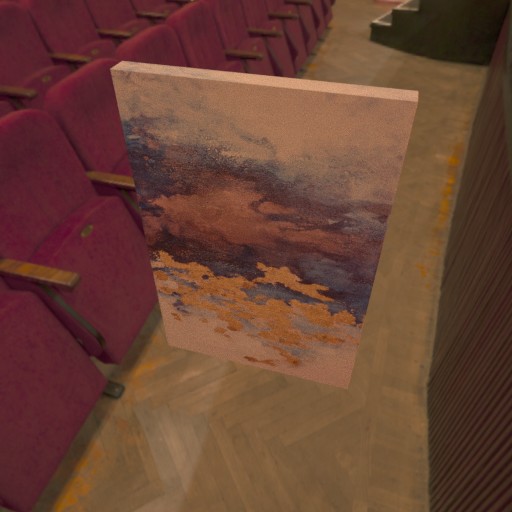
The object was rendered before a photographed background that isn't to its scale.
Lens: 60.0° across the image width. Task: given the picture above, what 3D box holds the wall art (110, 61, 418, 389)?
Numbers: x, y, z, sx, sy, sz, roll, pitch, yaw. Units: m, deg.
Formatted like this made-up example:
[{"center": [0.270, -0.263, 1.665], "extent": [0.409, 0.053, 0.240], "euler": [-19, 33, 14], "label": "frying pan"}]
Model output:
[{"center": [0.000, 0.000, 1.113], "extent": [0.583, 0.874, 0.048], "euler": [11, 42, 12], "label": "wall art"}]
